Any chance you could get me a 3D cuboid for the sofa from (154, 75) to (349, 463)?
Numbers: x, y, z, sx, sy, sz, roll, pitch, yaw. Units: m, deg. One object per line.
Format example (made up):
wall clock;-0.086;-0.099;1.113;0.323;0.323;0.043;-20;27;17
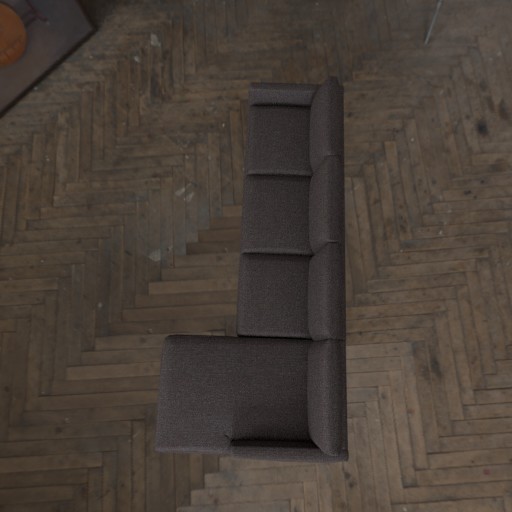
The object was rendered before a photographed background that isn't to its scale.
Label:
sofa;0.000;0.000;3.830;1.483;0.892;3.221;2;75;1
